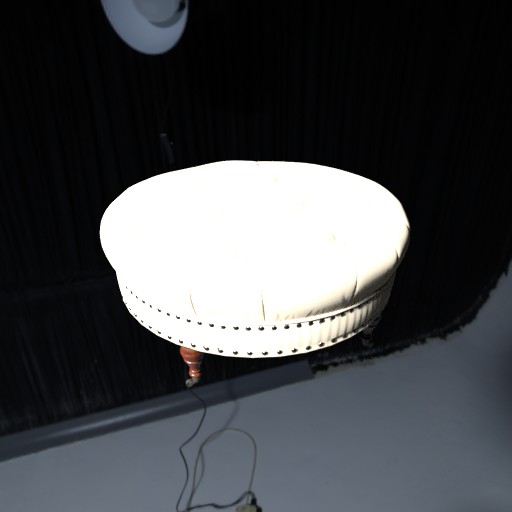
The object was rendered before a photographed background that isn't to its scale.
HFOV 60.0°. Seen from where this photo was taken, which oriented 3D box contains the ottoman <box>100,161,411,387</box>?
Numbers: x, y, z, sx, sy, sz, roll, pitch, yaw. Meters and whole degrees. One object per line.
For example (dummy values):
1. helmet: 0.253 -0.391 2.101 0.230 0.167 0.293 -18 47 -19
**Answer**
1. ottoman: 0.000 0.000 1.412 0.901 0.439 0.901 0 29 0
